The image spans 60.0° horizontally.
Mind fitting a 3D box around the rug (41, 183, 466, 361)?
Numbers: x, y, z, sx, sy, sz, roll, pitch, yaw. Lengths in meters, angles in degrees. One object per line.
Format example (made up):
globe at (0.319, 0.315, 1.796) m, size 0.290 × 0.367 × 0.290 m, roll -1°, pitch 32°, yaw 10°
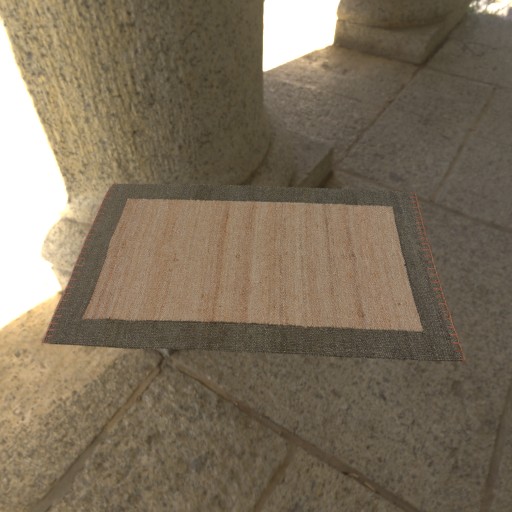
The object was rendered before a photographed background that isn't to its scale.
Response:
rug at (0.000, 0.000, 3.025) m, size 2.435 × 0.006 × 1.521 m, roll 2°, pitch 47°, yaw 2°
